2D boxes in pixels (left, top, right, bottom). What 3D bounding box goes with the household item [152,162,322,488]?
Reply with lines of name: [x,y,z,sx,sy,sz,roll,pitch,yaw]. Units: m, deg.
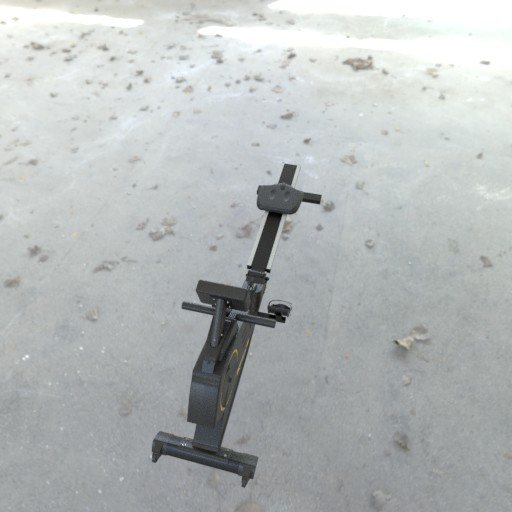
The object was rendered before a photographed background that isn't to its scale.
household item: [0.000,0.000,2.600,0.521,0.810,2.251,10,47,10]
